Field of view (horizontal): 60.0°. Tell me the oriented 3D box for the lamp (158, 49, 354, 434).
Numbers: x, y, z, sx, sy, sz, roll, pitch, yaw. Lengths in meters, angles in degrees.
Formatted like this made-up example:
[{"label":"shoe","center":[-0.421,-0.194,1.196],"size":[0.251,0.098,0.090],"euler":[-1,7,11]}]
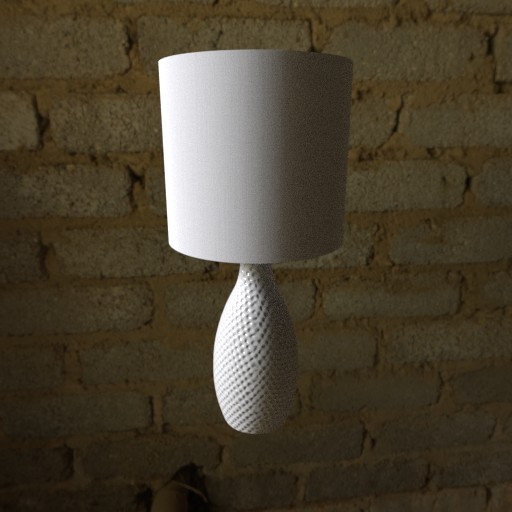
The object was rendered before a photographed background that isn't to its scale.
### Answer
[{"label":"lamp","center":[0.000,0.000,0.563],"size":[0.214,0.466,0.214],"euler":[16,23,42]}]
